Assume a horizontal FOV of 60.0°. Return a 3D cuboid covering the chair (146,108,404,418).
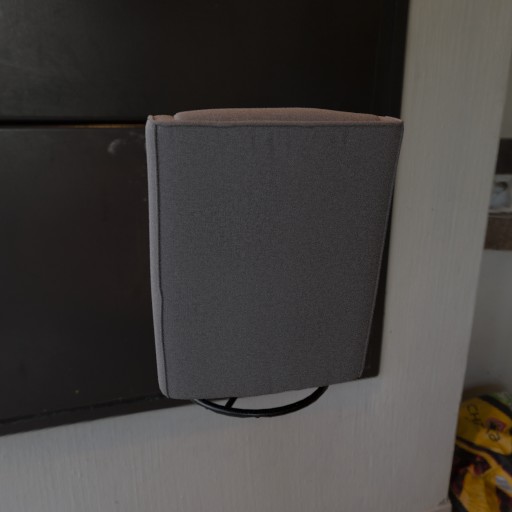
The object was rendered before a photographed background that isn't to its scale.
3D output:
[{"bbox_3d":[0.000,0.000,1.606,0.732,0.993,0.879,-3,16,-10],"label":"chair"}]
